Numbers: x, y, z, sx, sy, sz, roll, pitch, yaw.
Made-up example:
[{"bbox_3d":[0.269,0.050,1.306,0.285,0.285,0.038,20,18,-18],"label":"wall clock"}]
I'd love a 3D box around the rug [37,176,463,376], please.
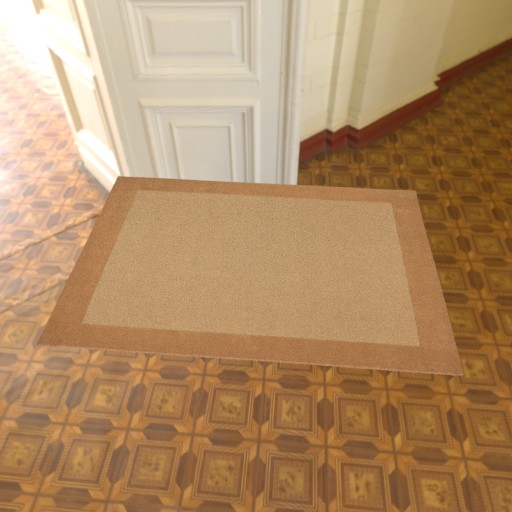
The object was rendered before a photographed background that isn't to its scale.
[{"bbox_3d":[0.000,0.000,2.305,1.829,0.014,1.219,3,47,3],"label":"rug"}]
